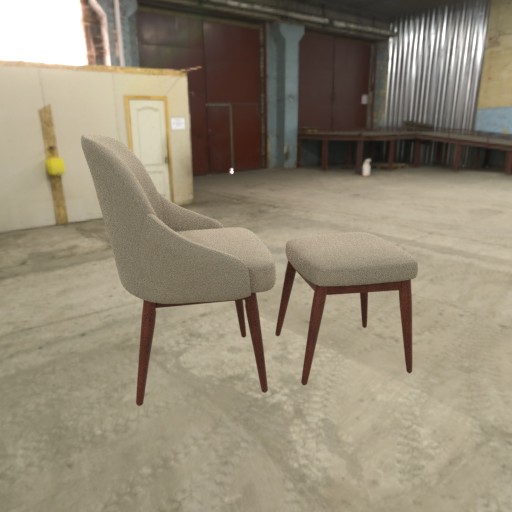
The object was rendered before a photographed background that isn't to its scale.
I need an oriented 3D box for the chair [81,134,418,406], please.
[{"bbox_3d":[0.000,0.000,1.622,1.114,0.866,0.584,-3,17,-11],"label":"chair"}]
